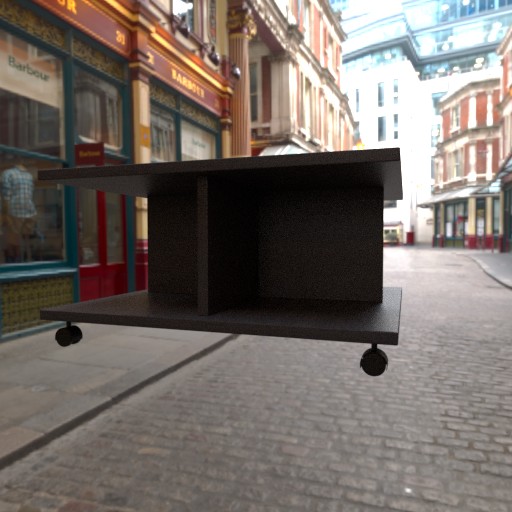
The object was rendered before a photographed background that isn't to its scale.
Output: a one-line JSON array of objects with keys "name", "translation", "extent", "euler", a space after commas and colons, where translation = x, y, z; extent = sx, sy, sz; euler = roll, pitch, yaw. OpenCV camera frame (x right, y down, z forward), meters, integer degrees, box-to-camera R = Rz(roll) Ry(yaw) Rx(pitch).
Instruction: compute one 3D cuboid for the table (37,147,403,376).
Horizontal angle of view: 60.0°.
[{"name": "table", "translation": [0.000, 0.000, 1.223], "extent": [0.762, 0.396, 0.762], "euler": [1, 2, 19]}]
